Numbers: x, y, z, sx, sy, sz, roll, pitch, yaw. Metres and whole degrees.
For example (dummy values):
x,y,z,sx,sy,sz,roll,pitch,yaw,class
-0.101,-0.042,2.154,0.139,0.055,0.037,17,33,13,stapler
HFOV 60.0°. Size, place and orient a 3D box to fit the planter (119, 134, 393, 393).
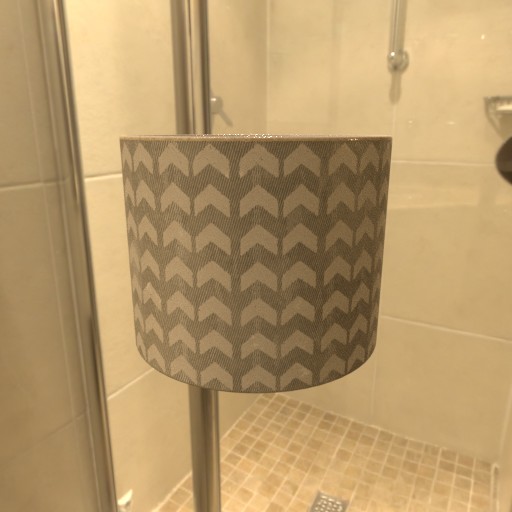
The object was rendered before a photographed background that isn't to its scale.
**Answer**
x,y,z,sx,sy,sz,roll,pitch,yaw,class
0.000,0.000,0.455,0.250,0.239,0.250,0,16,0,planter
